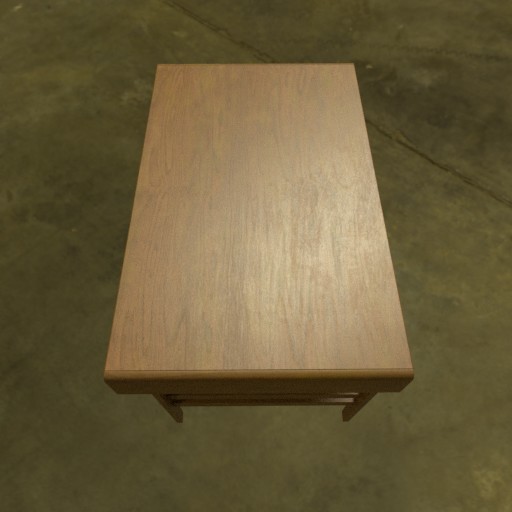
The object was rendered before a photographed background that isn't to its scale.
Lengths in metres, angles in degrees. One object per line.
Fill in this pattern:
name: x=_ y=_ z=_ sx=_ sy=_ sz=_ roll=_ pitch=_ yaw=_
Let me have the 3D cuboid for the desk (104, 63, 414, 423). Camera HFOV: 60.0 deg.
desk: x=0.000 y=0.000 z=1.528 sx=0.660 sy=0.754 sz=1.066 roll=0 pitch=59 yaw=0
